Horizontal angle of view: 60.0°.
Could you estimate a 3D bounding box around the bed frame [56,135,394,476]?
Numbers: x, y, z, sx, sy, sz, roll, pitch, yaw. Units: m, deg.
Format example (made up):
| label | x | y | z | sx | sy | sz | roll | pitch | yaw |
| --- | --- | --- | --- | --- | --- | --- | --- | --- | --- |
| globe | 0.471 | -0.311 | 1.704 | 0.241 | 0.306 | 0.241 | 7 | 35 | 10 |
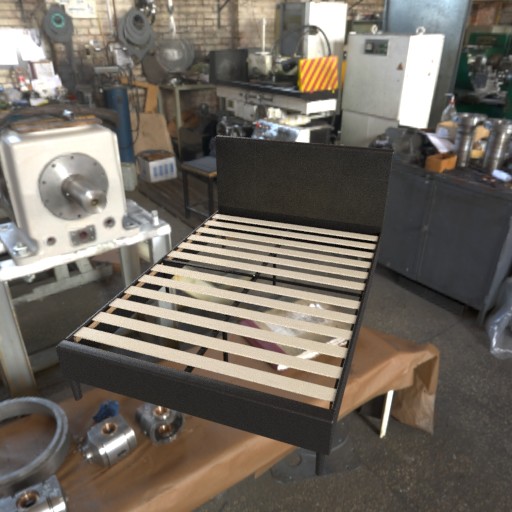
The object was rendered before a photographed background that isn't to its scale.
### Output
| label | x | y | z | sx | sy | sz | roll | pitch | yaw |
| --- | --- | --- | --- | --- | --- | --- | --- | --- | --- |
| bed frame | 0.000 | 0.000 | 2.932 | 1.469 | 1.046 | 2.152 | 9 | 29 | 18 |
